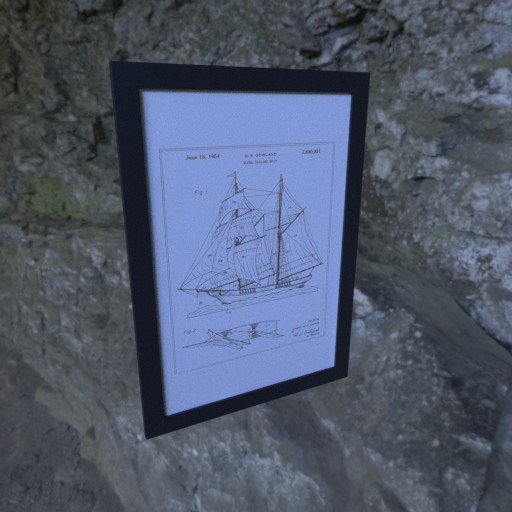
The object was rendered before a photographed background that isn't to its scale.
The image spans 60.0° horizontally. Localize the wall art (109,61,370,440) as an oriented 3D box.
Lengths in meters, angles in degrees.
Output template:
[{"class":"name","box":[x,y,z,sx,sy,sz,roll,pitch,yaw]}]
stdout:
[{"class":"wall art","box":[0.000,0.000,0.680,0.381,0.534,0.013,-9,20,-25]}]
